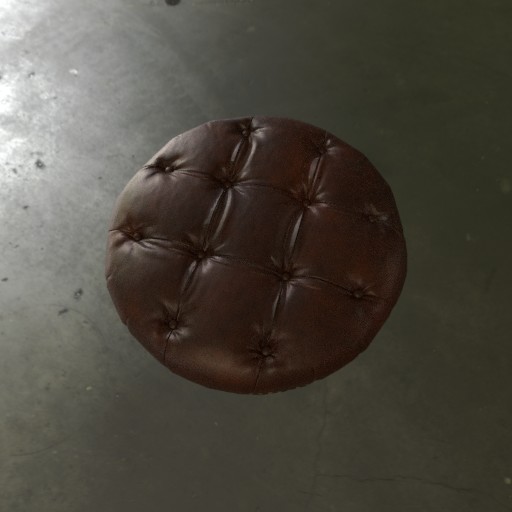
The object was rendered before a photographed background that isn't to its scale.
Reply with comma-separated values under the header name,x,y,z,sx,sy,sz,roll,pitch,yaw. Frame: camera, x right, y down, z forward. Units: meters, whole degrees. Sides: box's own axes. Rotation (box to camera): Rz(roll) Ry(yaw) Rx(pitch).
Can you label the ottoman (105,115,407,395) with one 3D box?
name,x,y,z,sx,sy,sz,roll,pitch,yaw
ottoman,0.000,0.000,1.423,0.901,0.455,0.901,0,63,0
